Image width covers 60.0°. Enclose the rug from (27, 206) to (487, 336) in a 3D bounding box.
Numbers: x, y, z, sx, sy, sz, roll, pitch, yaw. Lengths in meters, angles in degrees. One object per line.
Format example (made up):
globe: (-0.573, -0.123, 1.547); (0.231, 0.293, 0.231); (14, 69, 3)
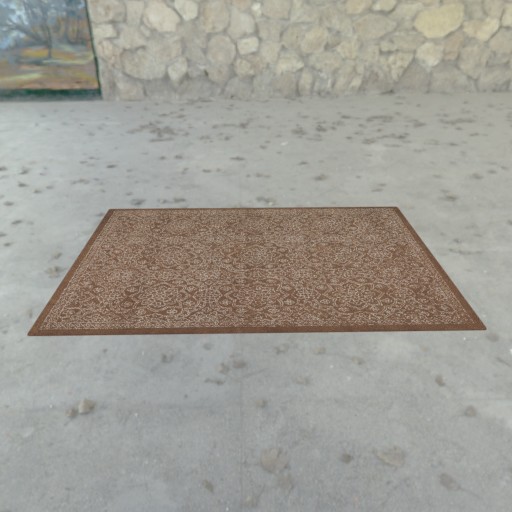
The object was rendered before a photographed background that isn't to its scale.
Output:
rug: (0.000, 0.000, 2.284); (1.829, 0.010, 1.219); (-1, 30, -1)
